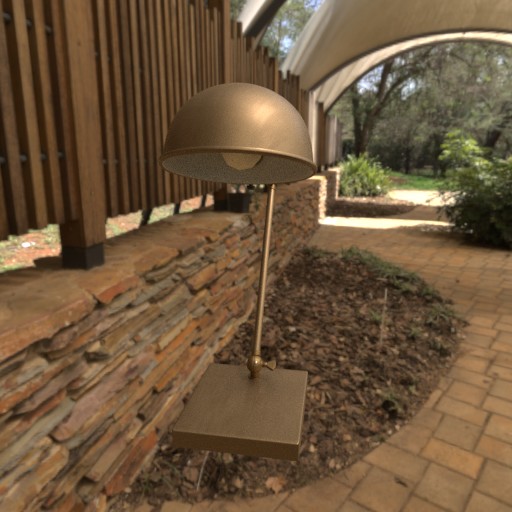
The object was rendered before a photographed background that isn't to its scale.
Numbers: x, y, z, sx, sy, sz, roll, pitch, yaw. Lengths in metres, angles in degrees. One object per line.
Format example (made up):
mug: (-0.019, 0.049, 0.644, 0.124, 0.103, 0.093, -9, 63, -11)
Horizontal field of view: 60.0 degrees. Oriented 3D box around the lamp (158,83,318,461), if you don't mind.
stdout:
lamp: (0.000, 0.000, 0.541, 0.149, 0.371, 0.339, 2, 14, 10)
